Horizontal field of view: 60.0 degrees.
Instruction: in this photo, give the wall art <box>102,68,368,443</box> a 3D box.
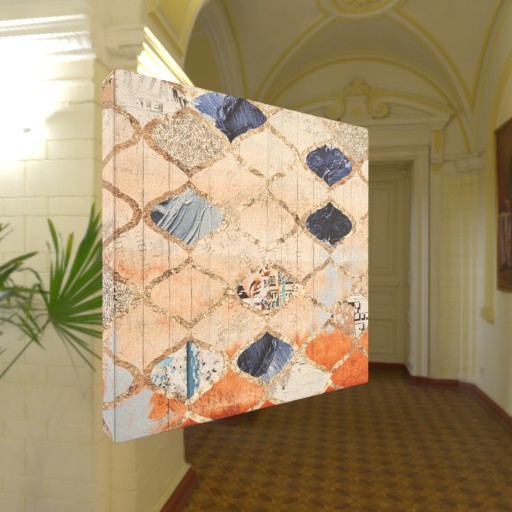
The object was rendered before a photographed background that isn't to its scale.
[{"bbox_3d":[0.000,0.000,0.458,0.303,0.304,0.036,0,0,-35],"label":"wall art"}]
